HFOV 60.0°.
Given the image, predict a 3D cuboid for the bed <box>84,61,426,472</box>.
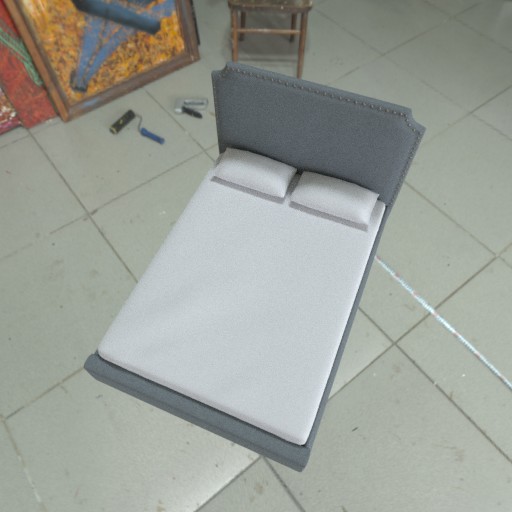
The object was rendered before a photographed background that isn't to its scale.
[{"bbox_3d":[0.000,0.000,3.322,1.712,1.443,2.372,20,60,12],"label":"bed"}]
